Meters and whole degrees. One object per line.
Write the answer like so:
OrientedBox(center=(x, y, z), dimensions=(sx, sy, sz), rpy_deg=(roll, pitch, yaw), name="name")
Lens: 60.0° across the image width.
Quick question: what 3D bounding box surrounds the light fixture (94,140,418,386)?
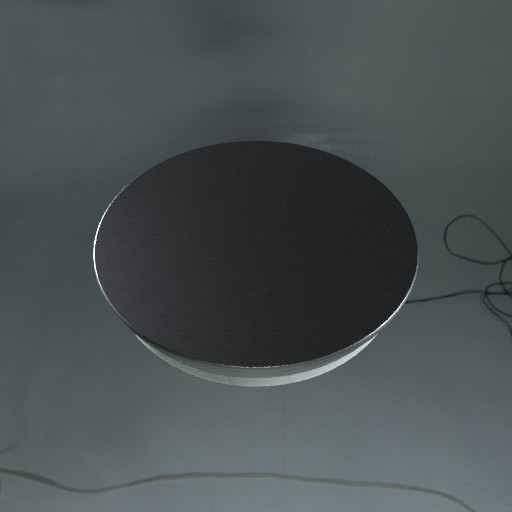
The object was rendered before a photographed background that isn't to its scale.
OrientedBox(center=(0.000, 0.000, 0.551), dimensions=(0.368, 0.100, 0.368), rpy_deg=(0, 46, 0), name="light fixture")
